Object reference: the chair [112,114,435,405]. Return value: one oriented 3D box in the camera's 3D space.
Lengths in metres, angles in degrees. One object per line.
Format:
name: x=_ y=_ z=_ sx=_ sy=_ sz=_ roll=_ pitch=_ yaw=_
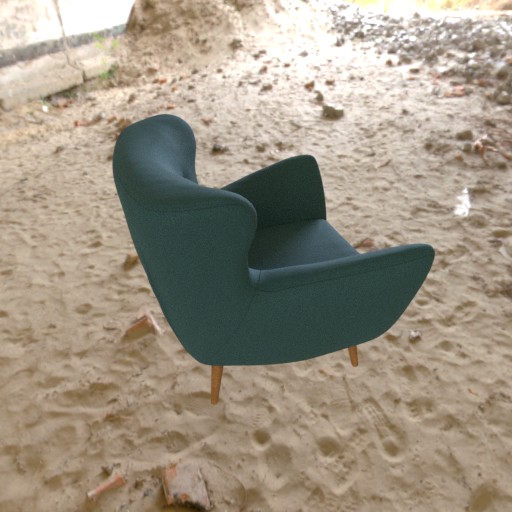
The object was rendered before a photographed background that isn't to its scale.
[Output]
chair: x=0.000 y=0.000 z=1.632 sx=0.889 sy=0.889 sz=0.890 roll=-11 pitch=35 yaw=-17
